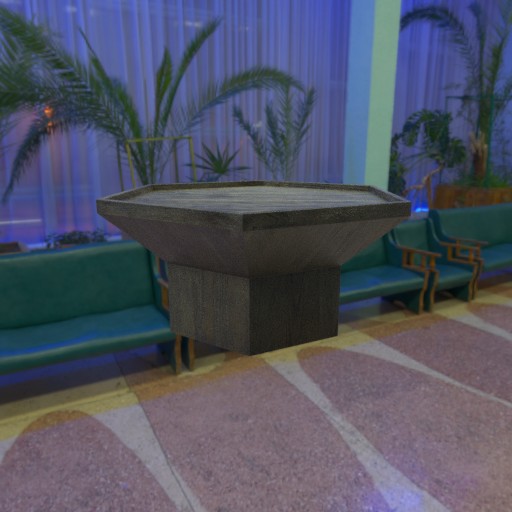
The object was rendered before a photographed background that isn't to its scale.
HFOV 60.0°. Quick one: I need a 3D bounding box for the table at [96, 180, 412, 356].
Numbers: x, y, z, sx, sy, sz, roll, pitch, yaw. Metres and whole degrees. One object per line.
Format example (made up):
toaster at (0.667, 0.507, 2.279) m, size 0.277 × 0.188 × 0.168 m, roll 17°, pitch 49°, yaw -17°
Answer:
table at (0.000, 0.000, 1.680) m, size 1.115 × 0.488 × 0.966 m, roll -7°, pitch 16°, yaw -26°
